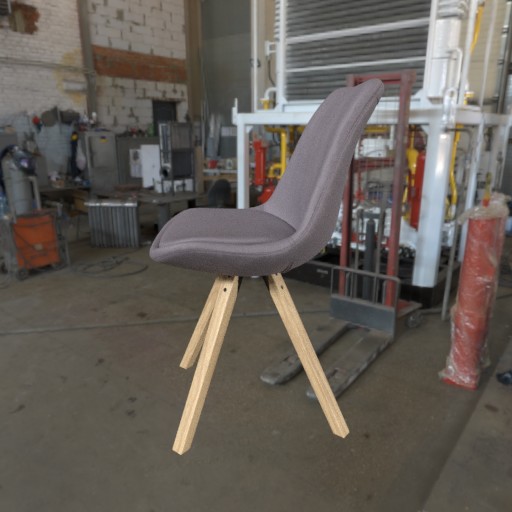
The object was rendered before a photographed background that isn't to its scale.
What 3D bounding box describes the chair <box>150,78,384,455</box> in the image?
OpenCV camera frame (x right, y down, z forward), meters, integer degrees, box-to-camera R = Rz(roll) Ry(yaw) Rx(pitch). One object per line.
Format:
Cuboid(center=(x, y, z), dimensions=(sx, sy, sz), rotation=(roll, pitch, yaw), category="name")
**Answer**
Cuboid(center=(0.000, 0.000, 1.181), dimensions=(0.547, 0.865, 0.483), rotation=(-2, 16, -7), category="chair")
